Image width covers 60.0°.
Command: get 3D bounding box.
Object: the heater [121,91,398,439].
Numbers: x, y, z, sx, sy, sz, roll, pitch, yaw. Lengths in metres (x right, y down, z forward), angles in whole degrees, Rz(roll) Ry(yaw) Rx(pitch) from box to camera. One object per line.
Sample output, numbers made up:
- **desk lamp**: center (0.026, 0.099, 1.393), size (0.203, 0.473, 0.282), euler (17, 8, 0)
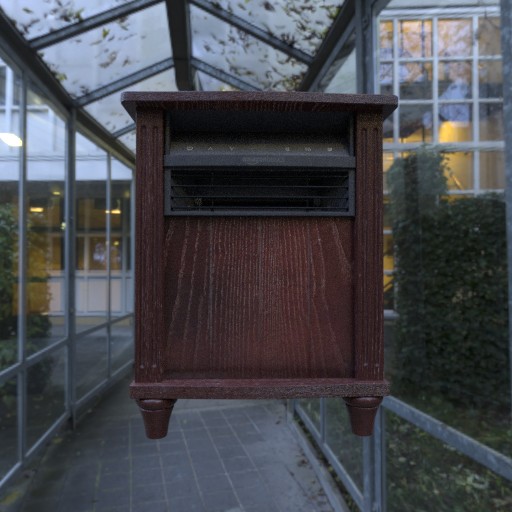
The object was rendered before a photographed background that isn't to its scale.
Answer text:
- **heater**: center (0.000, 0.000, 0.757), size (0.362, 0.481, 0.400), euler (0, -1, -2)
